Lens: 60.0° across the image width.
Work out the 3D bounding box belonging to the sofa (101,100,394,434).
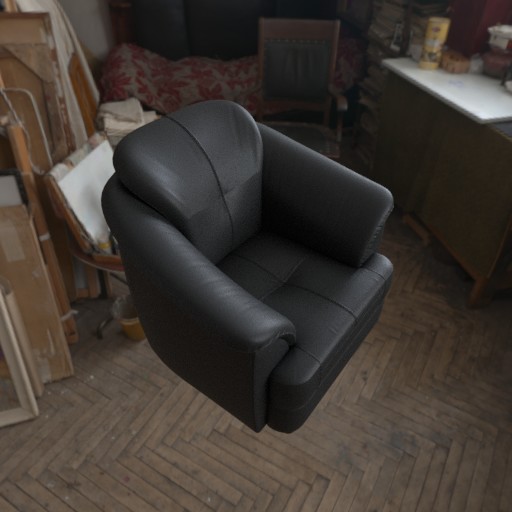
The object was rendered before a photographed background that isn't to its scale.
[{"bbox_3d":[0.000,0.000,1.521,0.794,0.811,0.870,26,46,27],"label":"sofa"}]
